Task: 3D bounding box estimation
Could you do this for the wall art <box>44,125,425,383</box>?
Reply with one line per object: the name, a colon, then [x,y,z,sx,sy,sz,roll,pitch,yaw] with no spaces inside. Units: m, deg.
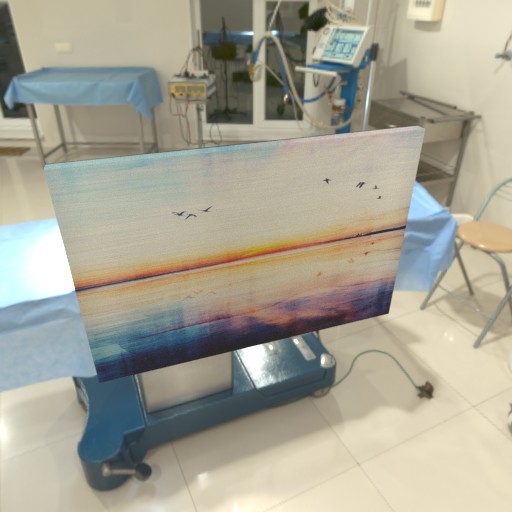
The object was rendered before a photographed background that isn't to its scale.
wall art: [0.000,0.000,1.185,0.911,0.605,0.037,-10,33,-16]
